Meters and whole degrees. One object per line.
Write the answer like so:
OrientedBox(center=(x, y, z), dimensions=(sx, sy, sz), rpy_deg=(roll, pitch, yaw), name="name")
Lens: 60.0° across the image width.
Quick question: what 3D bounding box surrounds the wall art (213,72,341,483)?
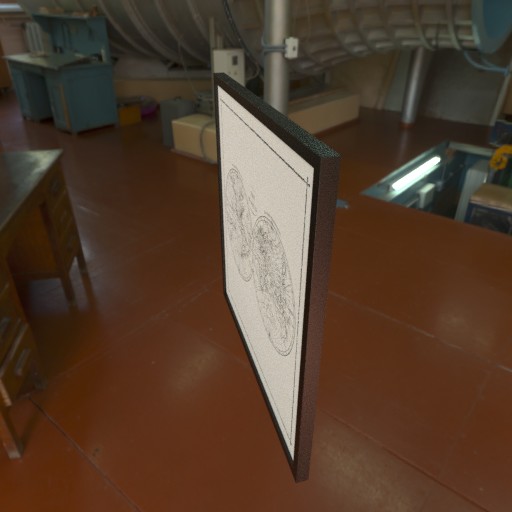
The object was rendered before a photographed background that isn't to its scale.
OrientedBox(center=(0.000, 0.000, 1.147), dimensions=(0.031, 0.775, 0.773), rpy_deg=(-8, 32, -14), name="wall art")
